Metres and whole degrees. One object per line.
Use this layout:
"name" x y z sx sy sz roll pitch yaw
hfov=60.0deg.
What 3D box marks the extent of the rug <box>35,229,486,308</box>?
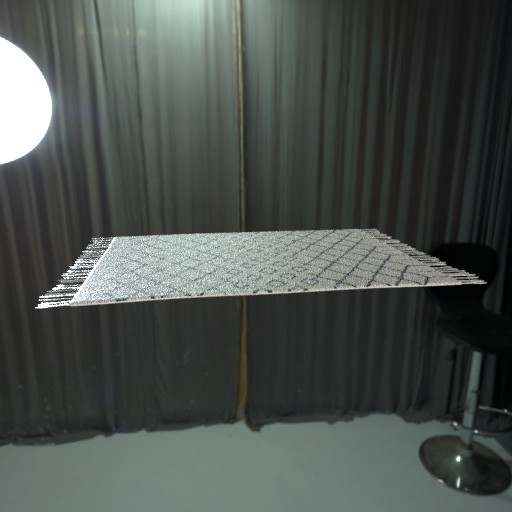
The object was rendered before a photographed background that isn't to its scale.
"rug" 0.000 0.000 3.246 2.615 0.029 1.664 -2 15 -9
